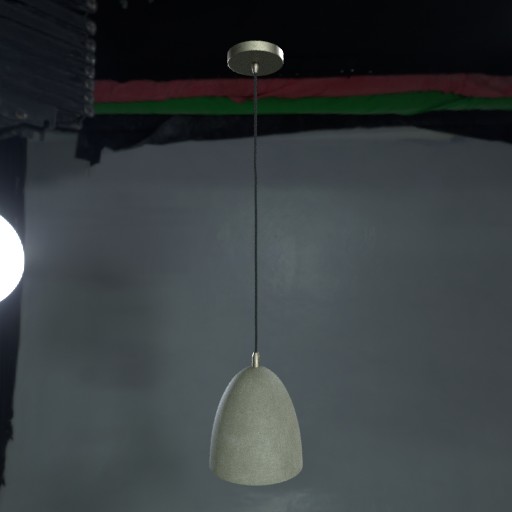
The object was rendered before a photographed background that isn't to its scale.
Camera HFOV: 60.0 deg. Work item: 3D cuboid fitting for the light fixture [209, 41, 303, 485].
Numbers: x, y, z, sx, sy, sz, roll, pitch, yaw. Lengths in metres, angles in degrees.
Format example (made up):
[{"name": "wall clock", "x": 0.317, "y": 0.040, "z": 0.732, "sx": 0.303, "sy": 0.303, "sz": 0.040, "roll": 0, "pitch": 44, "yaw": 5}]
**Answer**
[{"name": "light fixture", "x": 0.000, "y": 0.000, "z": 0.824, "sx": 0.170, "sy": 0.759, "sz": 0.170, "roll": 0, "pitch": -2, "yaw": 0}]
